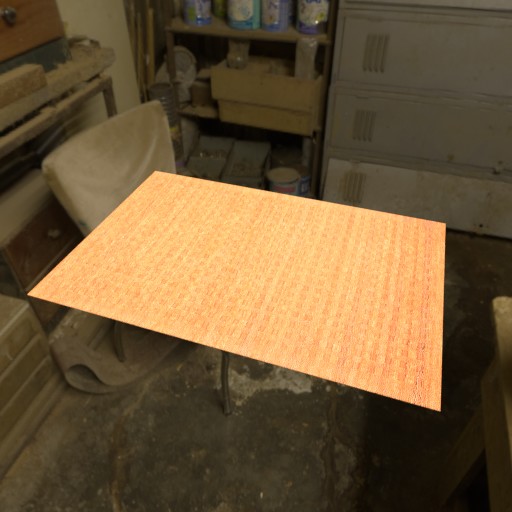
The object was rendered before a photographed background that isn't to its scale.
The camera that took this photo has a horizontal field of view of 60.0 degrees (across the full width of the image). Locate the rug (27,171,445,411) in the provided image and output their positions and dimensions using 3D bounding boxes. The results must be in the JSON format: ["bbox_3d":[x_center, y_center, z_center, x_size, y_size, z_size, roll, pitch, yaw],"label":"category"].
[{"bbox_3d":[0.000,0.000,2.842,2.285,0.006,1.524,12,42,14],"label":"rug"}]
